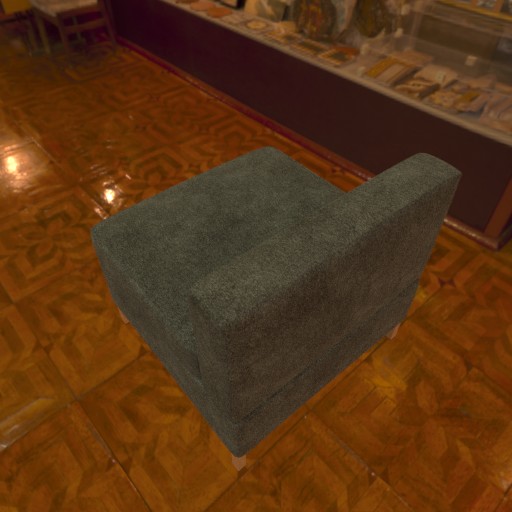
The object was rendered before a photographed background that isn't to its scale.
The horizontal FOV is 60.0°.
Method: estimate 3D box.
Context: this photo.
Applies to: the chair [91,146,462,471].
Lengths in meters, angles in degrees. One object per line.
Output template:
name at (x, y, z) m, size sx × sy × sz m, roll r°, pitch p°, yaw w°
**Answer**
chair at (0.000, 0.000, 1.230) m, size 0.680 × 0.660 × 0.680 m, roll -31°, pitch 53°, yaw -27°
